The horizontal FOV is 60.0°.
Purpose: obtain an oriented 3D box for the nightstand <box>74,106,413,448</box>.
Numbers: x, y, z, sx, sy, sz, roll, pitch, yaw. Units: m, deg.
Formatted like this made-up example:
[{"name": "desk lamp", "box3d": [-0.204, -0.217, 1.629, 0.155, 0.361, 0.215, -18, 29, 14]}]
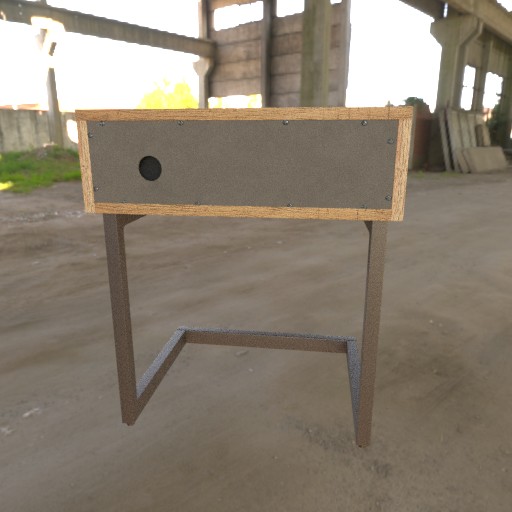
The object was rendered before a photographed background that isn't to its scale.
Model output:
[{"name": "nightstand", "box3d": [0.000, 0.000, 1.030, 0.558, 0.632, 0.481, 2, 16, 8]}]
